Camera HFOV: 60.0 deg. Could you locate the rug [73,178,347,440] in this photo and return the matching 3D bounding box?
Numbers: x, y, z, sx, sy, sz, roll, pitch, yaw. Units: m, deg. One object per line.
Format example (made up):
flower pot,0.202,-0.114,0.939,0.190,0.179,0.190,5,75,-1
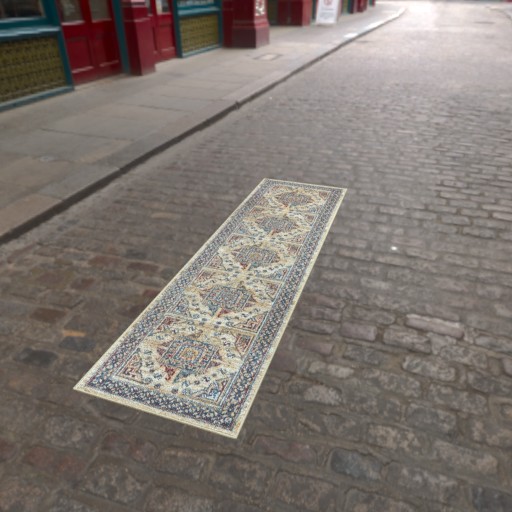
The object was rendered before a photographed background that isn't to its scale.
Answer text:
rug,0.000,0.000,2.502,0.661,0.013,2.297,10,32,16
